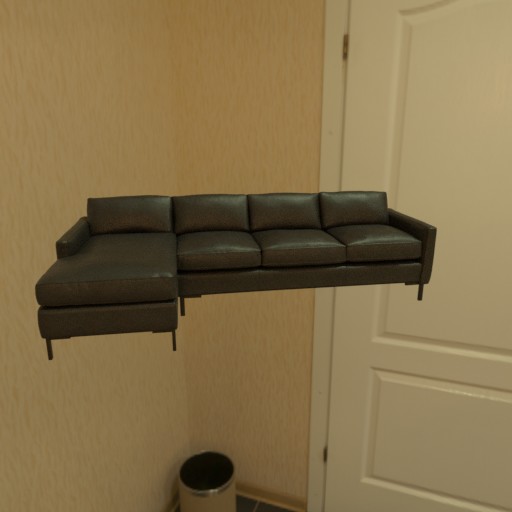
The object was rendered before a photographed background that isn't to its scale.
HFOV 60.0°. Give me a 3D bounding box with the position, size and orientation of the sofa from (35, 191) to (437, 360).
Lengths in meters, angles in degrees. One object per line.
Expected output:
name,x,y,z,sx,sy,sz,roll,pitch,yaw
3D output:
sofa,0.000,0.000,3.595,2.993,0.859,1.471,-3,16,-9
